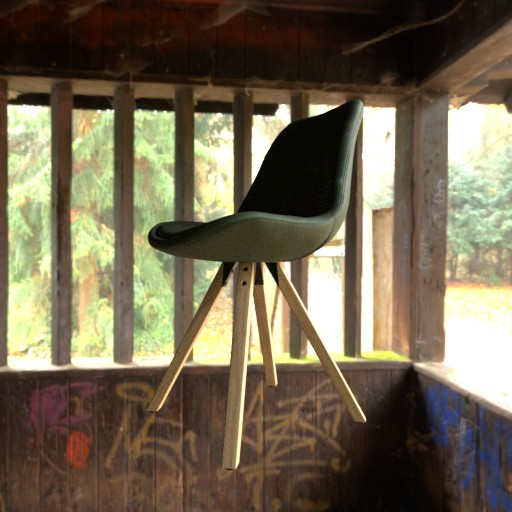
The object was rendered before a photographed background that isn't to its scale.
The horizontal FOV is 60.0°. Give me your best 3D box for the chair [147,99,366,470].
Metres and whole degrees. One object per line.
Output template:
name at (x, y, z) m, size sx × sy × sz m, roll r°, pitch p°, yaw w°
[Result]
chair at (0.000, 0.000, 1.192) m, size 0.547 × 0.865 × 0.483 m, roll 0°, pitch 1°, yaw -36°
